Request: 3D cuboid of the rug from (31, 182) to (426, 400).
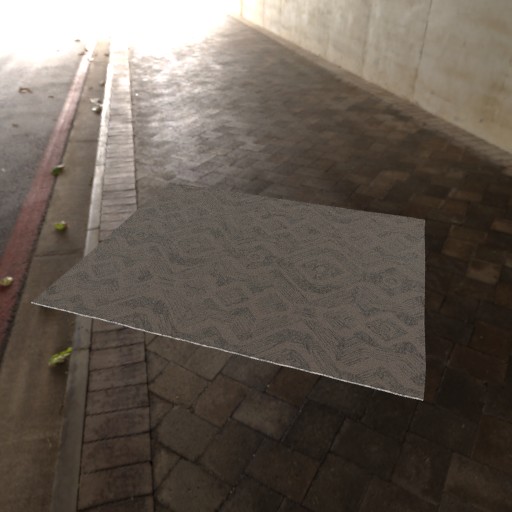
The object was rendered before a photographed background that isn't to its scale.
[{"bbox_3d":[0.000,0.000,4.153,3.054,0.030,2.430,11,35,15],"label":"rug"}]
